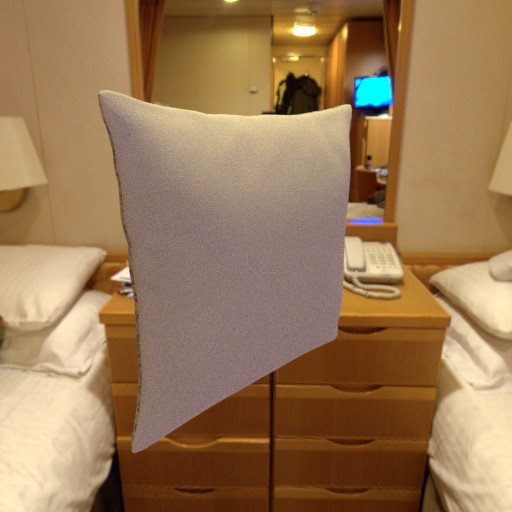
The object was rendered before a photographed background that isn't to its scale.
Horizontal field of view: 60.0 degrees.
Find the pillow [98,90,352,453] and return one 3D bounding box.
[{"bbox_3d":[0.000,0.000,0.763,0.166,0.510,0.523,16,23,43],"label":"pillow"}]
